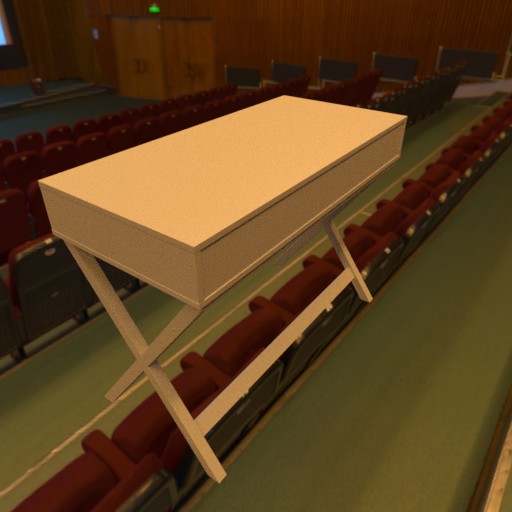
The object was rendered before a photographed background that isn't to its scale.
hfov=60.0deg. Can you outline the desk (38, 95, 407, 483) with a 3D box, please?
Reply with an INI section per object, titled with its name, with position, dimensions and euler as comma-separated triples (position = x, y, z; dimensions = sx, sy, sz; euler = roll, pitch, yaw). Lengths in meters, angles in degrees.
[desk]
position = 0.000, 0.000, 1.492
dimensions = 0.509, 0.780, 1.059
euler = 22, 39, 30
